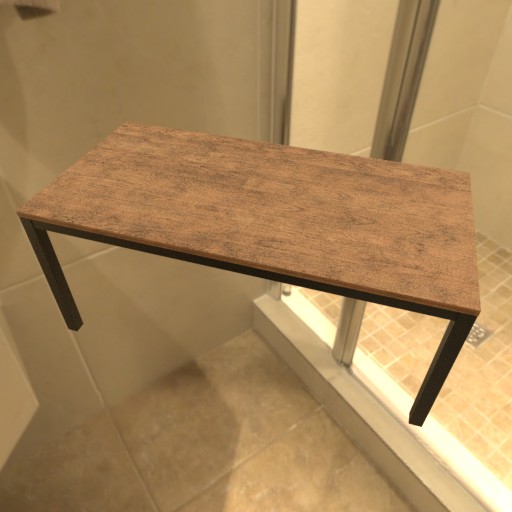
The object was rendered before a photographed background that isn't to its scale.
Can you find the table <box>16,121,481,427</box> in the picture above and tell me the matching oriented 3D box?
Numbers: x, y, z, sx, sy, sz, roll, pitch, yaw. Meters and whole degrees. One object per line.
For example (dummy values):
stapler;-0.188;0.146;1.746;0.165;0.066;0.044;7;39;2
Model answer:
table;0.000;0.000;2.205;1.805;0.767;0.893;12;43;13
